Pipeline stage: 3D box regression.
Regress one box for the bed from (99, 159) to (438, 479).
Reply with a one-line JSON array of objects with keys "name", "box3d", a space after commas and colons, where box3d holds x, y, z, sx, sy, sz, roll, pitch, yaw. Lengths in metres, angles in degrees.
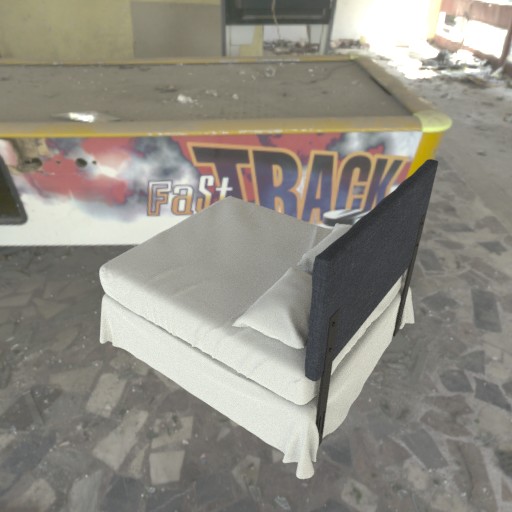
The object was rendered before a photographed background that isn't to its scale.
[{"name": "bed", "box3d": [0.000, 0.000, 3.546, 2.222, 1.577, 1.936, 22, 39, 30]}]
